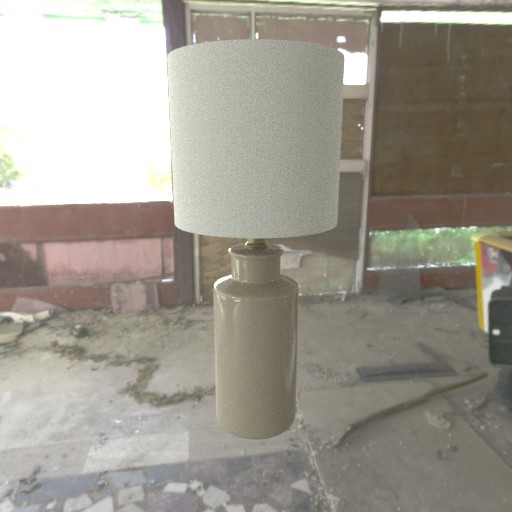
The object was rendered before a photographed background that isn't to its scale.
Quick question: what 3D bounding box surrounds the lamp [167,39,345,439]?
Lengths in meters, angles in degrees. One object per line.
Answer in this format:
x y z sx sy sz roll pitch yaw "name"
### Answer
0.000 0.000 0.598 0.212 0.493 0.212 7 16 26 "lamp"
